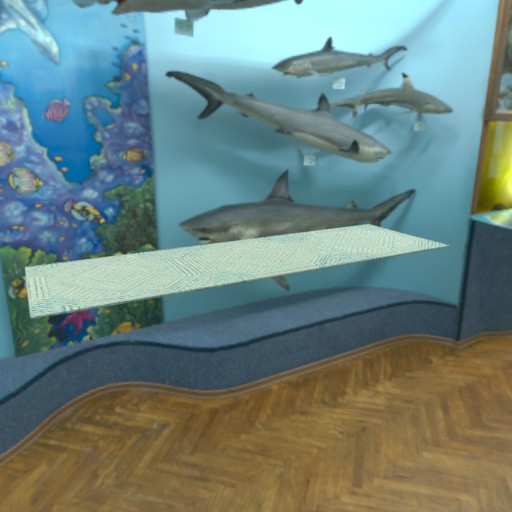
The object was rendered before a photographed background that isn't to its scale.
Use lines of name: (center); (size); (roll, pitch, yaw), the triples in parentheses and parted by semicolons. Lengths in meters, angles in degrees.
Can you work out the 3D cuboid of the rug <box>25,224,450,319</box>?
rug: (0.000, 0.000, 2.651); (2.452, 0.012, 0.775); (-8, 18, -27)
